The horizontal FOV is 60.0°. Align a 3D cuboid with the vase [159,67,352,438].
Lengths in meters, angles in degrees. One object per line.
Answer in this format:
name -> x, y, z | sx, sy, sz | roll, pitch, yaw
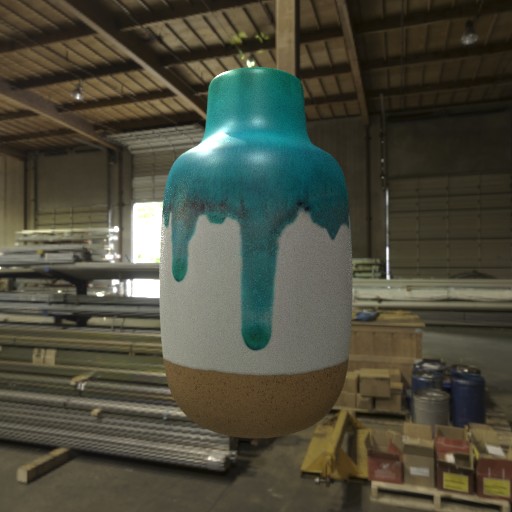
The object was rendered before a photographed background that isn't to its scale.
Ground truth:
vase -> 0.000, 0.000, 0.249 | 0.106, 0.192, 0.106 | 0, -1, 0
